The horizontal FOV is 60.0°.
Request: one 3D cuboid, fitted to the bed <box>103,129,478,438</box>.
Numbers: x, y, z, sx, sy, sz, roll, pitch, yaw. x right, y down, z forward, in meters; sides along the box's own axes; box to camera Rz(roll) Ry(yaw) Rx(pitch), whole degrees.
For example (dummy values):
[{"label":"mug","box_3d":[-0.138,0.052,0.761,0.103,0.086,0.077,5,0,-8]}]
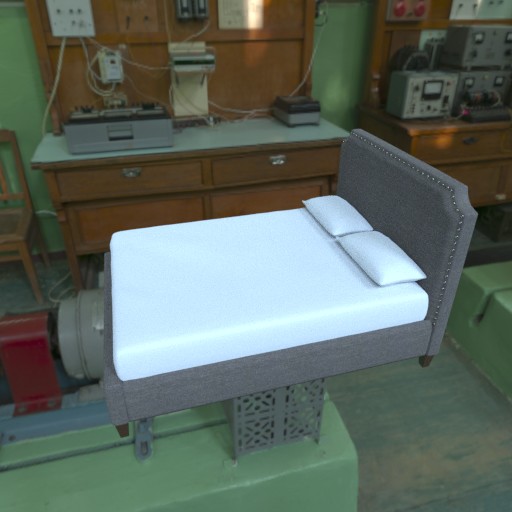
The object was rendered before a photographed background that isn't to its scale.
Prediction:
[{"label":"bed","box_3d":[0.000,0.000,3.470,2.381,1.457,1.713,-8,32,-14]}]
